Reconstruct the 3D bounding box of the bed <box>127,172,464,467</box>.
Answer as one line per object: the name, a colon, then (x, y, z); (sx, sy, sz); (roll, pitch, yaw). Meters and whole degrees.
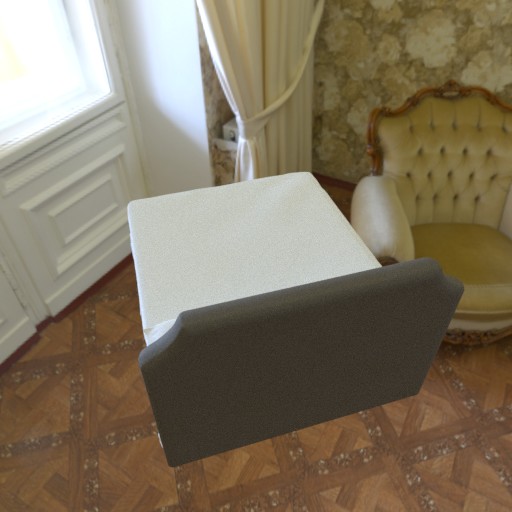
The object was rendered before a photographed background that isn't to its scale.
bed: (0.000, 0.000, 3.878); (2.194, 1.561, 2.536); (-12, 43, -13)
